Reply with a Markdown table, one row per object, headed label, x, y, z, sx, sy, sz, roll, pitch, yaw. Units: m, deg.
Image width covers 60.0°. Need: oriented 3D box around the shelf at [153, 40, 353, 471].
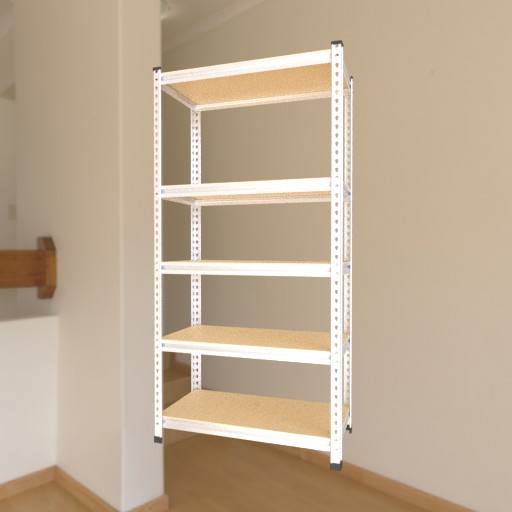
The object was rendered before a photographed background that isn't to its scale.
| label | x | y | z | sx | sy | sz | roll | pitch | yaw |
| --- | --- | --- | --- | --- | --- | --- | --- | --- | --- |
| shelf | 0.000 | 0.000 | 2.237 | 0.914 | 1.829 | 0.457 | 0 | 1 | 18 |
